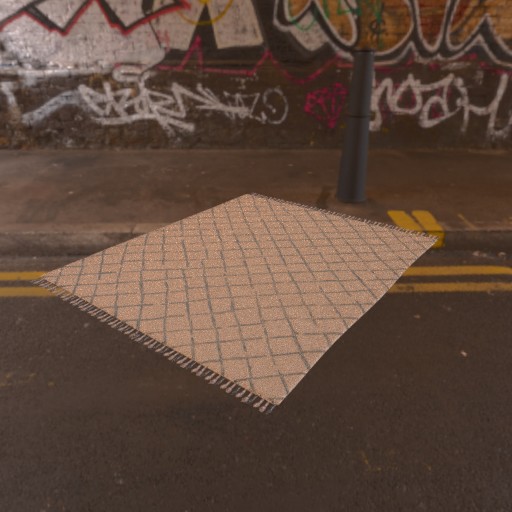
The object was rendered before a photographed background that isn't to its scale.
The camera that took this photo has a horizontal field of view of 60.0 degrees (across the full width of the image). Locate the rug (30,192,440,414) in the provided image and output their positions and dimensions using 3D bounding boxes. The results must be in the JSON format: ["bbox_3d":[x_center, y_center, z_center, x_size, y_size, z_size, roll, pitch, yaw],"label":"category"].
[{"bbox_3d":[0.000,0.000,4.842,2.892,0.036,3.585,18,31,33],"label":"rug"}]
